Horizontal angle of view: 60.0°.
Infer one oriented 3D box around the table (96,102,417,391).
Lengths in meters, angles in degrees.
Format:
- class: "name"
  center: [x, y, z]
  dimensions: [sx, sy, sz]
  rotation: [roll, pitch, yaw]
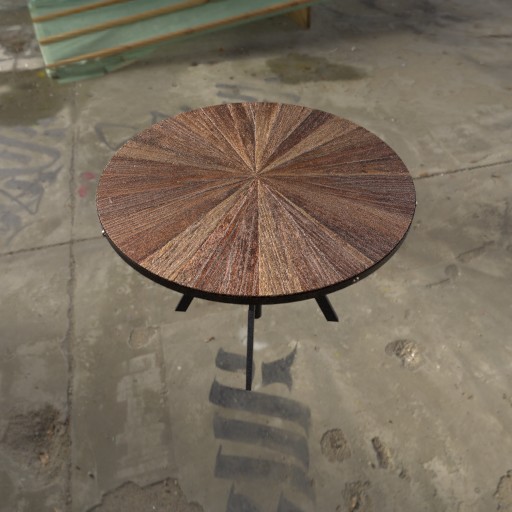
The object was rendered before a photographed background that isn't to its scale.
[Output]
- class: "table"
  center: [0.000, 0.000, 1.496]
  dimensions: [0.885, 0.658, 0.885]
  rotation: [0, 46, 0]
